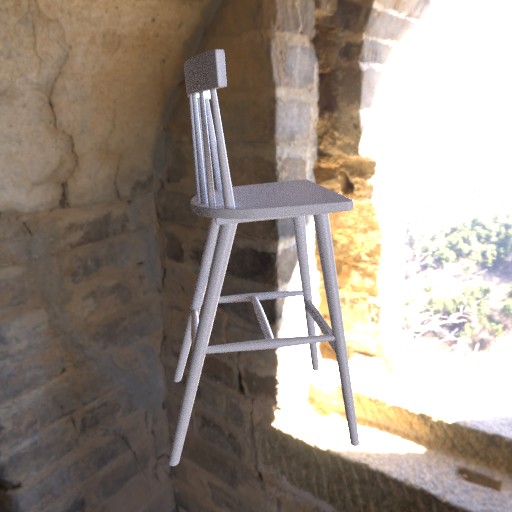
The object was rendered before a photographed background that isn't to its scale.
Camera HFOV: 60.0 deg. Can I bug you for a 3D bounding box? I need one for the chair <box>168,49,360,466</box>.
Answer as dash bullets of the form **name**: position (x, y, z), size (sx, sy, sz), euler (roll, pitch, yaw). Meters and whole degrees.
- **chair**: position (0.000, 0.000, 1.364), size (0.572, 1.092, 0.483), euler (-2, 16, -8)
